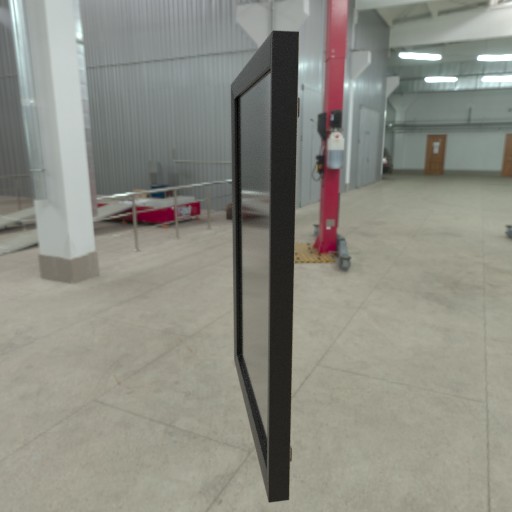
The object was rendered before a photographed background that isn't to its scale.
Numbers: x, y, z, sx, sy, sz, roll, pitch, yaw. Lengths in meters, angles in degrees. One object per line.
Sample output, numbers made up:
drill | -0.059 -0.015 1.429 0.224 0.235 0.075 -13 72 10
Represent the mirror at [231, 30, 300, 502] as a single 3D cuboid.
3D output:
mirror | 0.000 0.000 0.889 0.040 0.710 0.507 -2 14 -9
